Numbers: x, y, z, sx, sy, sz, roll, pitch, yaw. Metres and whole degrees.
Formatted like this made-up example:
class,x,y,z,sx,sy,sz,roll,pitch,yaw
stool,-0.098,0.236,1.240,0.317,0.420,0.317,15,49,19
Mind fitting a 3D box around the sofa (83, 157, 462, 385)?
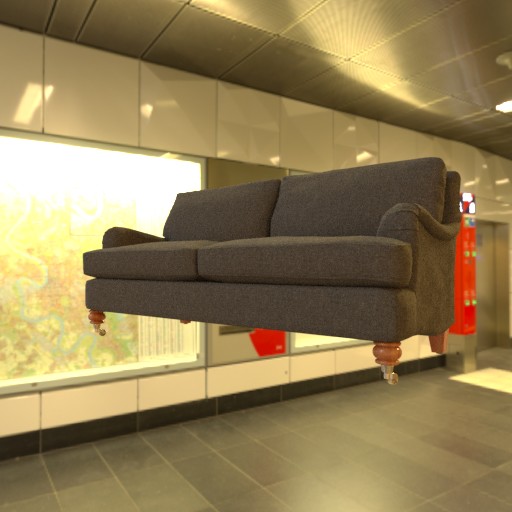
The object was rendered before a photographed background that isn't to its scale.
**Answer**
class,x,y,z,sx,sy,sz,roll,pitch,yaw
sofa,0.000,0.000,2.693,2.160,1.054,1.087,-1,-1,37
